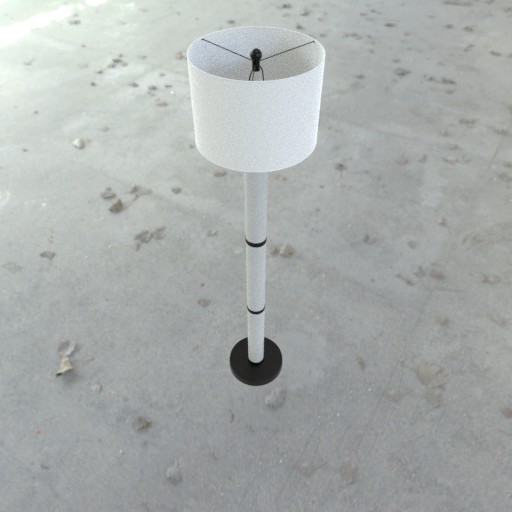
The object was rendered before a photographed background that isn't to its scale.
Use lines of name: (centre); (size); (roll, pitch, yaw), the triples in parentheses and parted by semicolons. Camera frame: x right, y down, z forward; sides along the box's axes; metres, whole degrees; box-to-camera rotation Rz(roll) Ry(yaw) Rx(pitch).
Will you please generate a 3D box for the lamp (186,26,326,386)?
lamp: (0.000, 0.000, 1.766); (0.377, 1.599, 0.377); (25, 51, 22)
